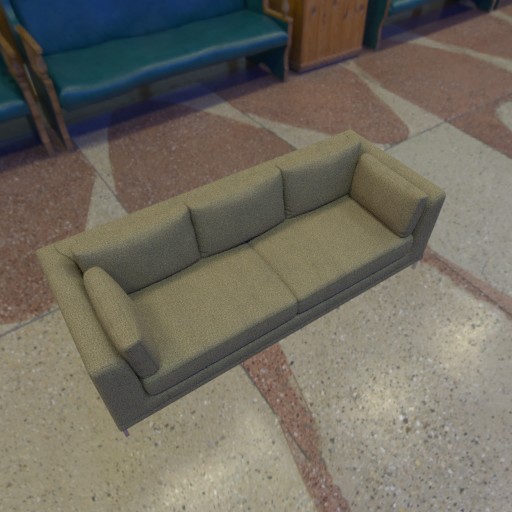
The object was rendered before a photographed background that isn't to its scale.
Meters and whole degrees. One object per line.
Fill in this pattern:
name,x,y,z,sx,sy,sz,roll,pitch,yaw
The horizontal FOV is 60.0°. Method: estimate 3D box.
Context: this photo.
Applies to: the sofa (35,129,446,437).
sofa,0.000,0.000,2.951,2.415,0.867,0.969,-25,51,-22
